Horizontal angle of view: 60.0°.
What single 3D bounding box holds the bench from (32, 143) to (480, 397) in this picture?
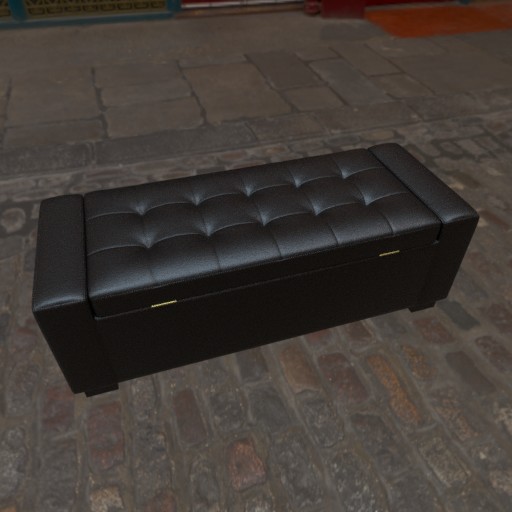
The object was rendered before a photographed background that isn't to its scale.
[{"bbox_3d":[0.000,0.000,1.520,1.296,0.445,0.508,-12,43,-13],"label":"bench"}]
